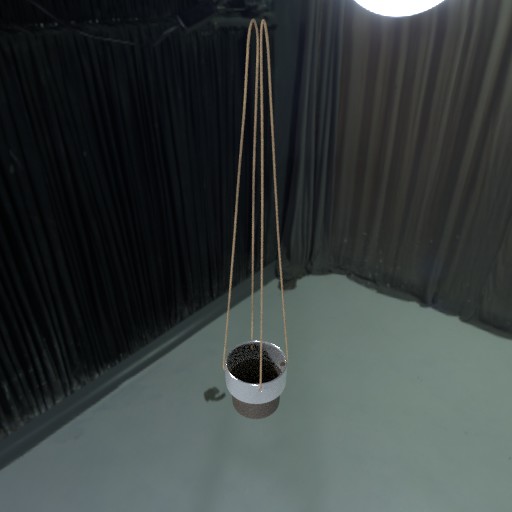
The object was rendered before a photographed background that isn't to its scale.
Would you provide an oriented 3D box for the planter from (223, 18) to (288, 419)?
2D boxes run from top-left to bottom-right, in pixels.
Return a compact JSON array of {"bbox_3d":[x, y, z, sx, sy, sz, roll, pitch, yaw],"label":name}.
[{"bbox_3d":[0.000,0.000,1.136,0.187,1.073,0.187,21,37,31],"label":"planter"}]
